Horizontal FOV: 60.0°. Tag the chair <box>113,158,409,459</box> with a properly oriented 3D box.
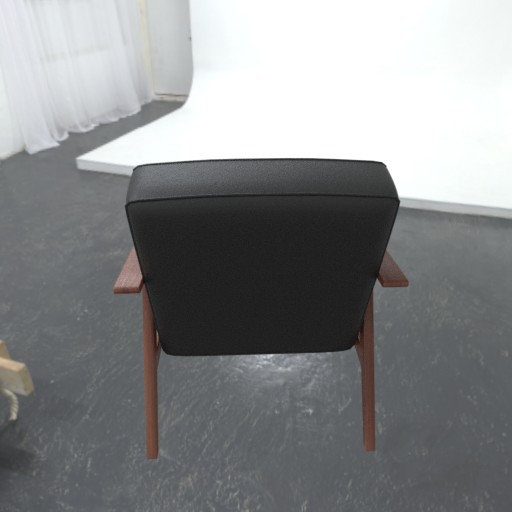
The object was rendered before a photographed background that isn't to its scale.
[{"bbox_3d":[0.000,0.000,1.488,0.719,0.861,0.889,-1,31,-2],"label":"chair"}]
